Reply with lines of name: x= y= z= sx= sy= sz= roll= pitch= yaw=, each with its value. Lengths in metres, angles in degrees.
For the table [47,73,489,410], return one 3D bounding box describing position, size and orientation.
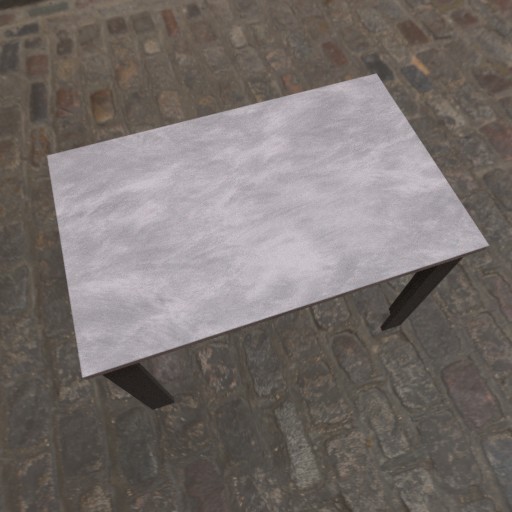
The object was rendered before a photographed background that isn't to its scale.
table: x=0.000 y=0.000 z=1.598 sx=1.100 sy=0.734 sz=0.700 roll=-17 pitch=64 yaw=-8
